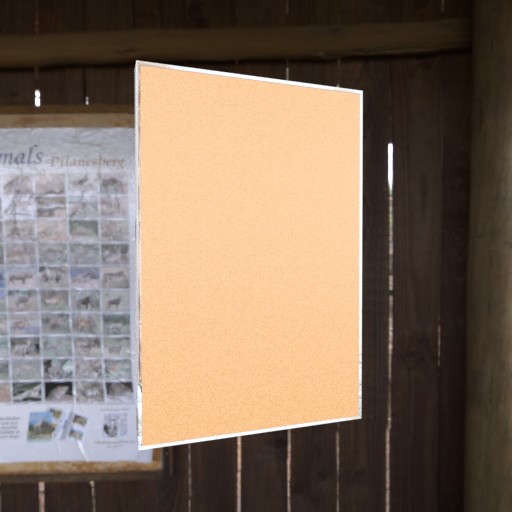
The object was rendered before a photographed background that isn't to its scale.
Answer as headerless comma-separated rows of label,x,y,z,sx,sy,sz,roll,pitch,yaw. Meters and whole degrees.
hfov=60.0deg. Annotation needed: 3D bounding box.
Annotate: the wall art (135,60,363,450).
wall art,0.000,0.000,0.772,0.403,0.607,0.036,0,1,-19
